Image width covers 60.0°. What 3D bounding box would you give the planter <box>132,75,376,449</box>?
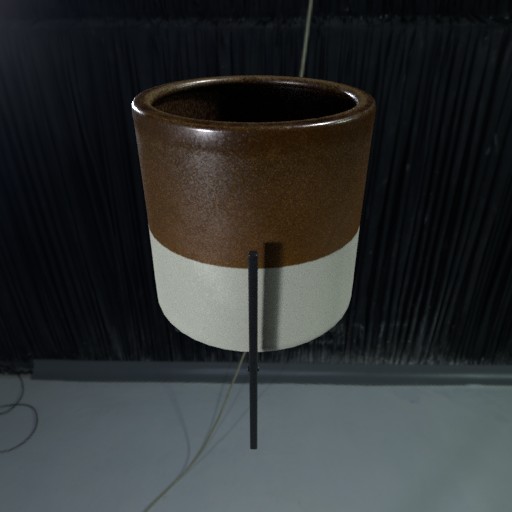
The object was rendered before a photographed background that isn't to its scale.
[{"bbox_3d":[0.000,0.000,0.544,0.255,0.375,0.269,-1,31,-1],"label":"planter"}]
